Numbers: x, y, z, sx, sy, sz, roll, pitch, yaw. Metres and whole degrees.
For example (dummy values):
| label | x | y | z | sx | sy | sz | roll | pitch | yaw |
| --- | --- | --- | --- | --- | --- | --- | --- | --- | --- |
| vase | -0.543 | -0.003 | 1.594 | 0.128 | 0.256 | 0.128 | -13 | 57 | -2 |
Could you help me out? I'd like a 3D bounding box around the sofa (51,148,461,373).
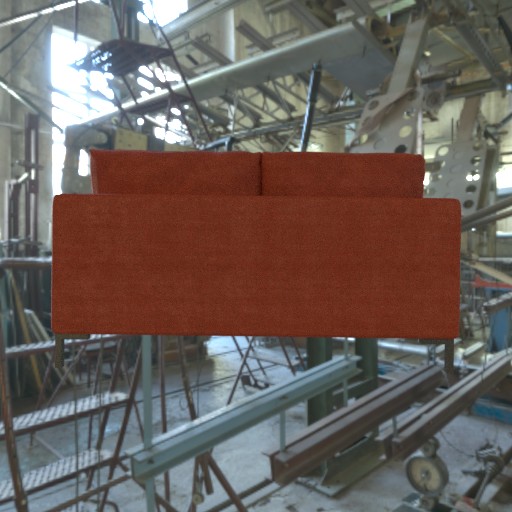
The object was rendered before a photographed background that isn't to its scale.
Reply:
| label | x | y | z | sx | sy | sz | roll | pitch | yaw |
| --- | --- | --- | --- | --- | --- | --- | --- | --- | --- |
| sofa | 0.000 | 0.000 | 2.102 | 1.574 | 0.896 | 0.864 | 0 | 1 | 0 |
